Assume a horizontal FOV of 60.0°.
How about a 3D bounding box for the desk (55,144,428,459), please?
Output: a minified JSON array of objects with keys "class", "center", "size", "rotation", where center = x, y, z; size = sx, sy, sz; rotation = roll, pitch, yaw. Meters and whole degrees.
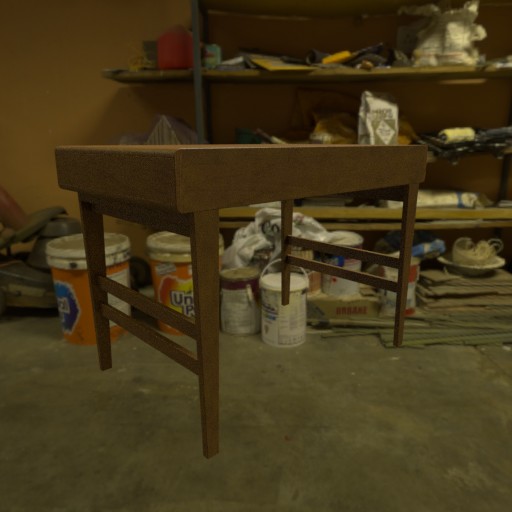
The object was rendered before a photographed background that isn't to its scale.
[{"class":"desk","center":[0.000,0.000,1.558],"size":[1.066,0.754,0.660],"rotation":[-13,20,-41]}]
